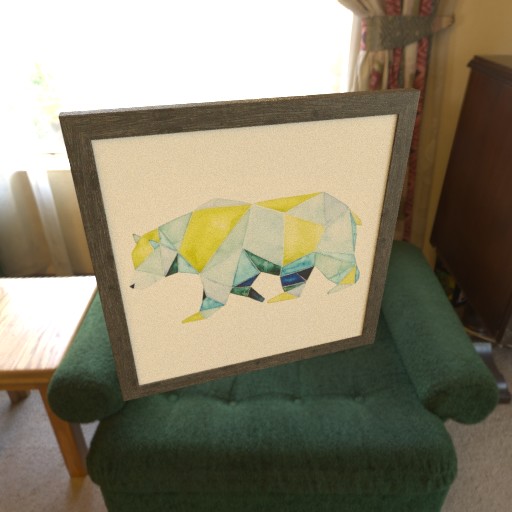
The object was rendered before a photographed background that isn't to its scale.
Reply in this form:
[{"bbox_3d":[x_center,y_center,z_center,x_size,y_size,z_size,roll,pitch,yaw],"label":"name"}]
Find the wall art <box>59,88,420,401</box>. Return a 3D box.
[{"bbox_3d":[0.000,0.000,0.675,0.462,0.459,0.027,-9,33,-15],"label":"wall art"}]
